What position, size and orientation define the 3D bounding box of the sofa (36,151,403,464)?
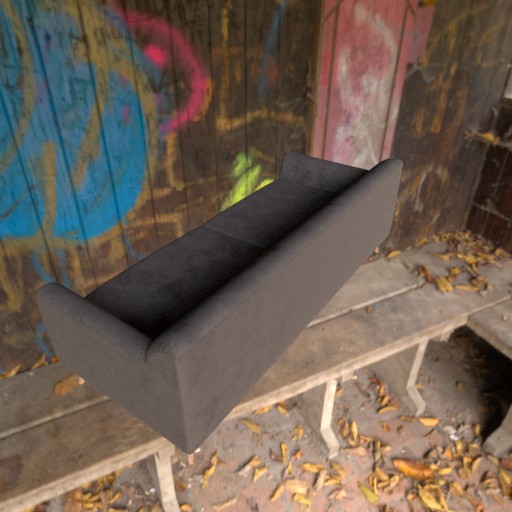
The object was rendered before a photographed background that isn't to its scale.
[{"bbox_3d":[0.000,0.000,2.619,0.900,0.740,2.190,21,39,29],"label":"sofa"}]
